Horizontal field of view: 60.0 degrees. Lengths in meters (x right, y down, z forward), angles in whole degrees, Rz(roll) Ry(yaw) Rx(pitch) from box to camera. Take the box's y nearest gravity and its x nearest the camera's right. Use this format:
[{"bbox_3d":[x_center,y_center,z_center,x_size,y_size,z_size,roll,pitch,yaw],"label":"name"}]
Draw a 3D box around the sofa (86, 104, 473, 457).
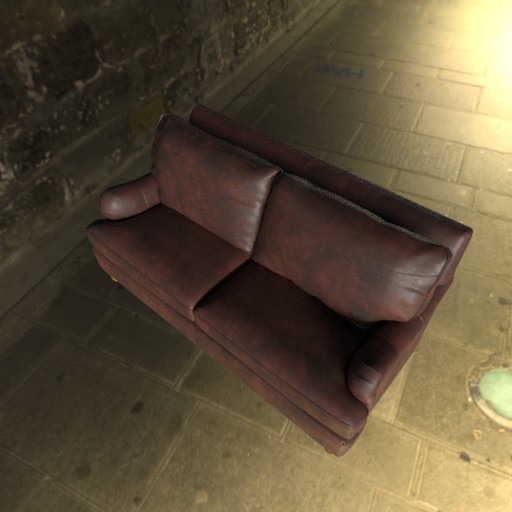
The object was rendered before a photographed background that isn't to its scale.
[{"bbox_3d":[0.000,0.000,2.784,2.144,1.071,1.147,32,54,27],"label":"sofa"}]
